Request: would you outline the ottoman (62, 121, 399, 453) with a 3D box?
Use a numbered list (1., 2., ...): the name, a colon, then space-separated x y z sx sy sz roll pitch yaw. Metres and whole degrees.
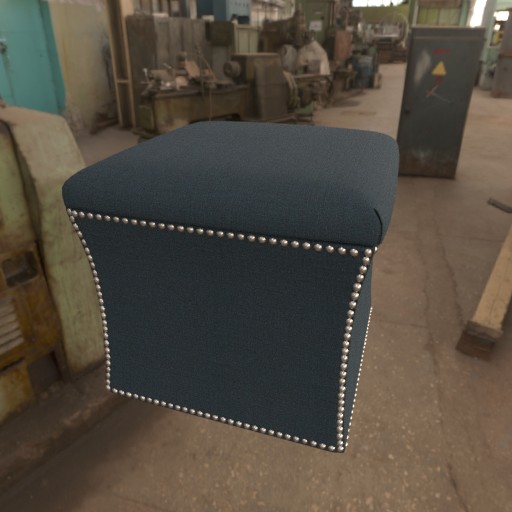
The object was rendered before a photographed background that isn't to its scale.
1. ottoman: 0.000 0.000 0.906 0.507 0.475 0.497 9 28 16
